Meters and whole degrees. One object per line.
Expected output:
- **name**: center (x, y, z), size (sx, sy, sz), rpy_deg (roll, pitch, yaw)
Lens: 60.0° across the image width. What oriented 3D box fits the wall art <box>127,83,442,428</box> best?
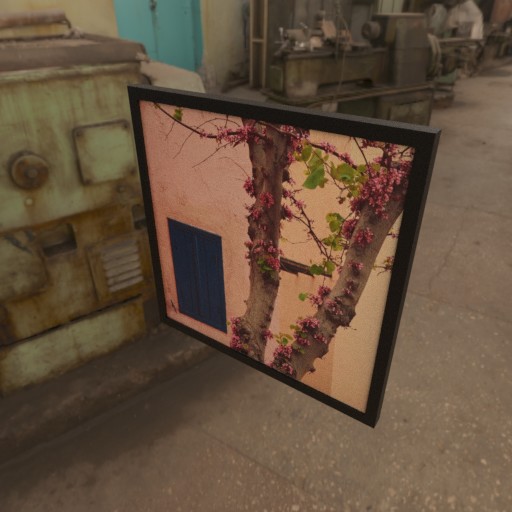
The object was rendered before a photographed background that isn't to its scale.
- **wall art**: center (0.000, 0.000, 1.142), size (0.762, 0.762, 0.038), rpy_deg (19, 36, 29)
